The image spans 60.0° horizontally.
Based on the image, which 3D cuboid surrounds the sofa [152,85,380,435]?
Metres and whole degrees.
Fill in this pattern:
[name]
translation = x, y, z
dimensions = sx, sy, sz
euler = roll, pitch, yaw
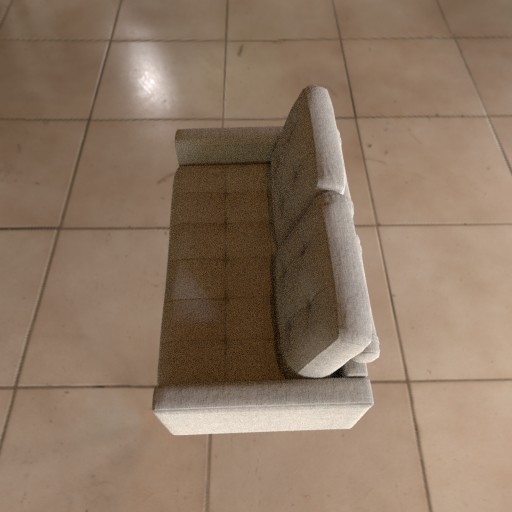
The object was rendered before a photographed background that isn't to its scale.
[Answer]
[sofa]
translation = 0.000, 0.000, 2.002
dimensions = 0.842, 0.907, 1.407
euler = -2, 59, -1
